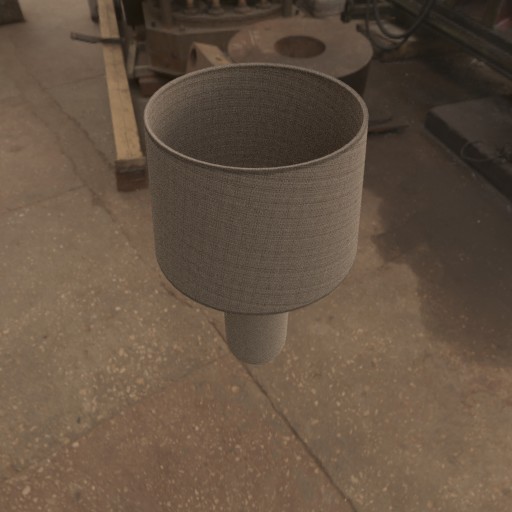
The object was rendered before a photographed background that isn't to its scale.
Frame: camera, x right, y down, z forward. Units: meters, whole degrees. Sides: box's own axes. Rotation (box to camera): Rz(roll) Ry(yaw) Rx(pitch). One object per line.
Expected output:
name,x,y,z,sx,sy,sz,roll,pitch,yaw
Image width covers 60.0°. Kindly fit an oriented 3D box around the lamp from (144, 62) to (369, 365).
lamp,0.000,0.000,0.854,0.367,0.609,0.367,0,45,0
